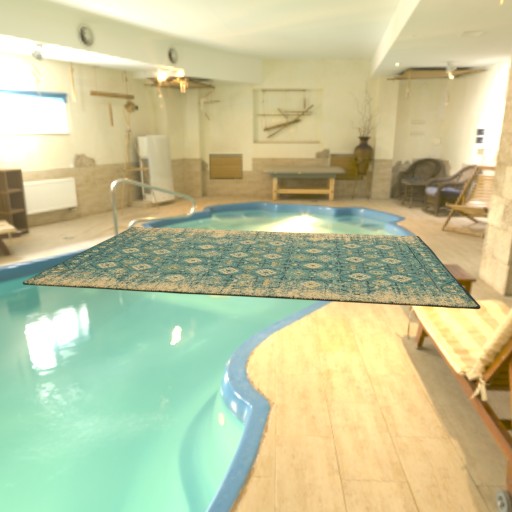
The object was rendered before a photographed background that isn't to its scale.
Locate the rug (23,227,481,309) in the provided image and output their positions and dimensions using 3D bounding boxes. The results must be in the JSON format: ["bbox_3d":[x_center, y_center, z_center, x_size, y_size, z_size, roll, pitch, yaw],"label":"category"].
[{"bbox_3d":[0.000,0.000,3.039,2.449,0.015,1.530,2,16,8],"label":"rug"}]
